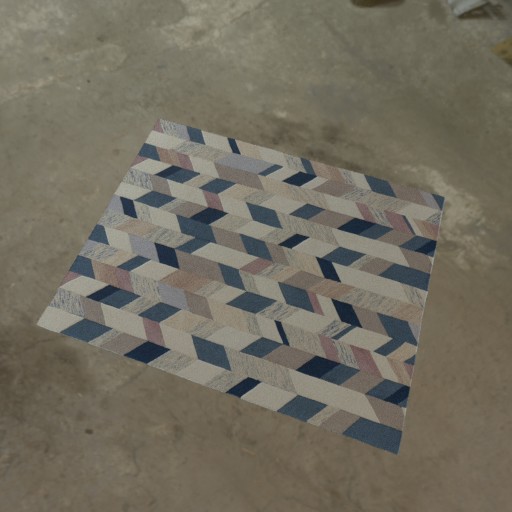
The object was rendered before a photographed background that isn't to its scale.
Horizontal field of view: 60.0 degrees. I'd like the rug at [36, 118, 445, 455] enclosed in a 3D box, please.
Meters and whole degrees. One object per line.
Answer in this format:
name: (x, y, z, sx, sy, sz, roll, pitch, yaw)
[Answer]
rug: (0.000, 0.000, 4.021, 3.072, 0.011, 2.451, 17, 64, 9)
